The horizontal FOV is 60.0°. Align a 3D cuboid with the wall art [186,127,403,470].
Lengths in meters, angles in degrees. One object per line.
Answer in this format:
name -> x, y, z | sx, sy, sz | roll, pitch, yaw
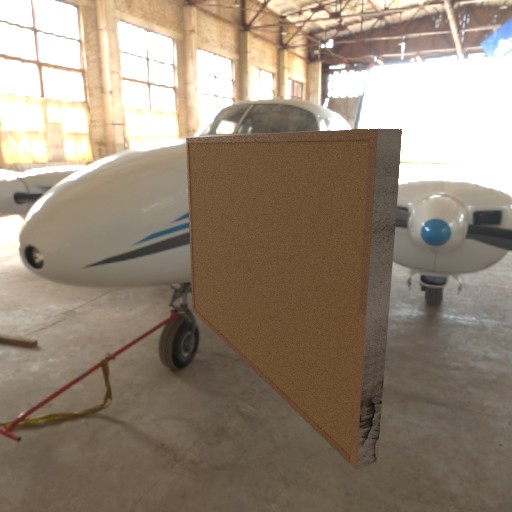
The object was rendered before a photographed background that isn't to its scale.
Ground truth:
wall art -> 0.000, 0.000, 0.771 | 0.035, 0.407, 0.613 | -7, 15, -26
